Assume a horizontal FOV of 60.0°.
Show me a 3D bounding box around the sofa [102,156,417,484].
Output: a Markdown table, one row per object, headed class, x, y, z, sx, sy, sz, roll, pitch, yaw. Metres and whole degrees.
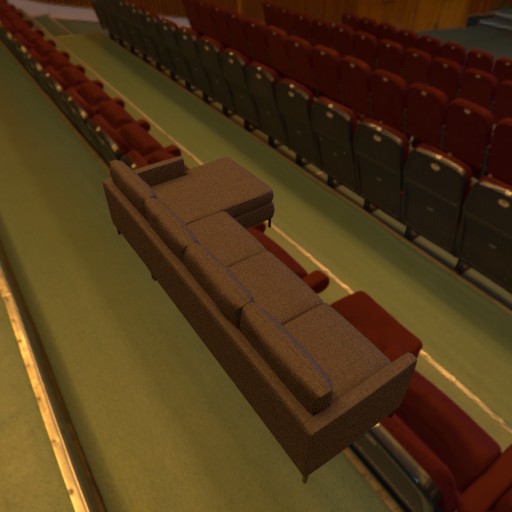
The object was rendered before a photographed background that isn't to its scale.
| class | x | y | z | sx | sy | sz | roll | pitch | yaw |
| --- | --- | --- | --- | --- | --- | --- | --- | --- | --- |
| sofa | 0.000 | 0.000 | 3.786 | 1.483 | 0.892 | 3.221 | -24 | 46 | -26 |
